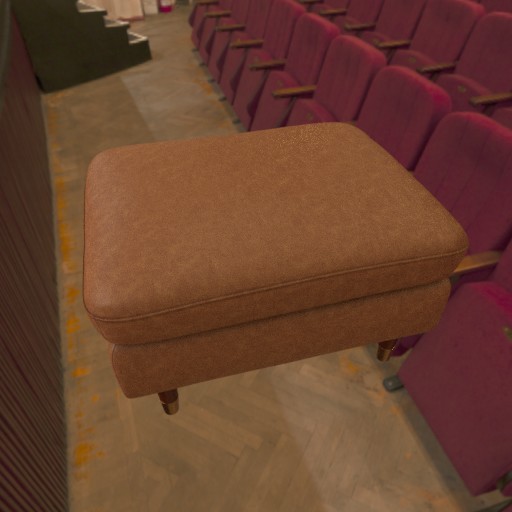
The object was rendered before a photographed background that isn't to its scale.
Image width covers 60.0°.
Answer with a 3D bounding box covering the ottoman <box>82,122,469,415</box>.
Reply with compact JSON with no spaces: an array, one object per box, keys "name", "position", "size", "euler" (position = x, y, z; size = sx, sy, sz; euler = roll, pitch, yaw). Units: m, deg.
[{"name":"ottoman","position":[0.000,0.000,1.096],"size":[0.747,0.478,0.593],"euler":[-10,42,-12]}]
